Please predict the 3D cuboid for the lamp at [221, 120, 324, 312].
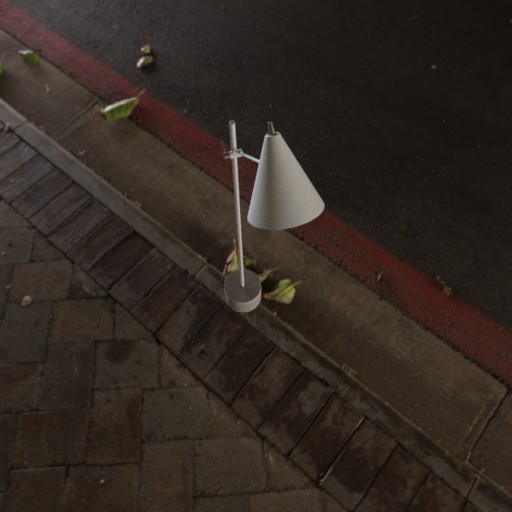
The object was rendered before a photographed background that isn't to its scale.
[{"bbox_3d":[0.000,0.000,1.608,0.223,1.430,0.508,-15,63,-8],"label":"lamp"}]
